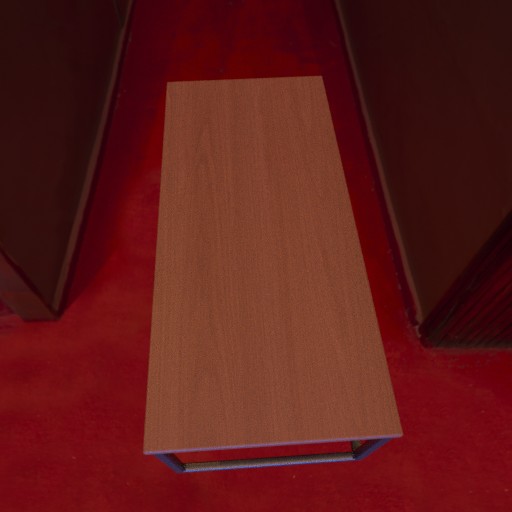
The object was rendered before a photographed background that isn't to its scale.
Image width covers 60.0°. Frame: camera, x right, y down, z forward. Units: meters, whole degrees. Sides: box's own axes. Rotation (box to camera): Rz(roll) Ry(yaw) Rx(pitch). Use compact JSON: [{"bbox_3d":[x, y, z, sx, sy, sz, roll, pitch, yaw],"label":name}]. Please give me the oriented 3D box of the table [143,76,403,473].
[{"bbox_3d":[0.000,0.000,1.306,0.500,0.400,1.100,-3,58,-2],"label":"table"}]
